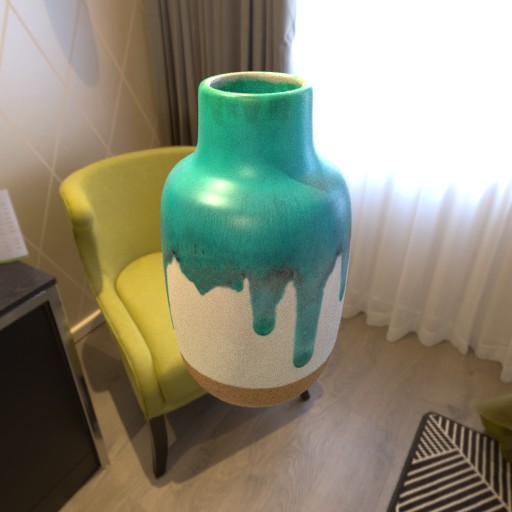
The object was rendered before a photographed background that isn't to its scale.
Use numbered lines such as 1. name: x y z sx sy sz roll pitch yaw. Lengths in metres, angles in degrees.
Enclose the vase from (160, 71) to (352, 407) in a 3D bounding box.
1. vase: 0.000 0.000 0.257 0.106 0.192 0.106 0 33 0
